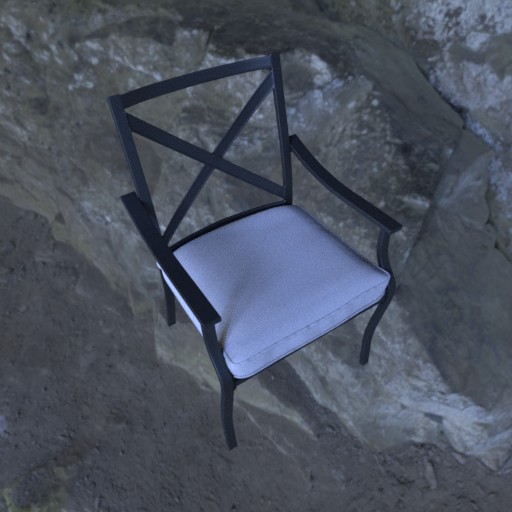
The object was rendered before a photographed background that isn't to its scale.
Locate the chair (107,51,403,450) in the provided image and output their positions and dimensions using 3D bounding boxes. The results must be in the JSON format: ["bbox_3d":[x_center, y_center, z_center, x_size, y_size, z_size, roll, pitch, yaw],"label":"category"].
[{"bbox_3d":[0.000,0.000,1.296,0.575,0.889,0.620,-25,51,-22],"label":"chair"}]
